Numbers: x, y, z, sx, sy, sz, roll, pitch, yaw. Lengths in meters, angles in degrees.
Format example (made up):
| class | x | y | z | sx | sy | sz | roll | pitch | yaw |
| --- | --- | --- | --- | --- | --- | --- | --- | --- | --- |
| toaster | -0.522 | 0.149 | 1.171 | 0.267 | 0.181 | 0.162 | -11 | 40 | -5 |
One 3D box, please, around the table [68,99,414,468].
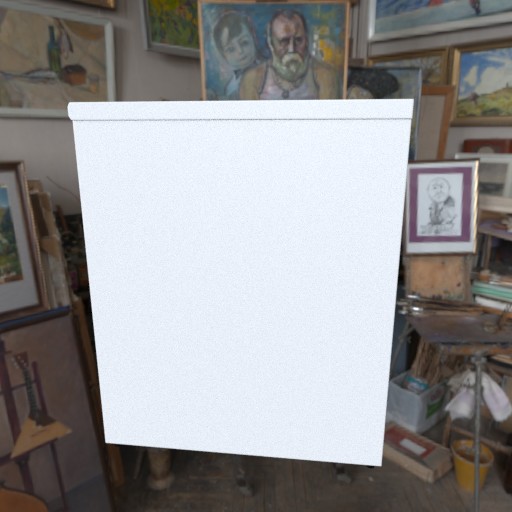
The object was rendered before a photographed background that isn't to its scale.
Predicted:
| class | x | y | z | sx | sy | sz | roll | pitch | yaw |
| --- | --- | --- | --- | --- | --- | --- | --- | --- | --- |
| table | 0.000 | 0.000 | 0.740 | 0.380 | 0.460 | 0.420 | 2 | 15 | 7 |
